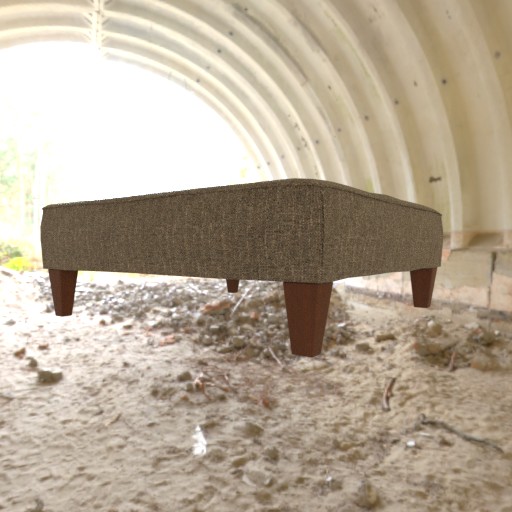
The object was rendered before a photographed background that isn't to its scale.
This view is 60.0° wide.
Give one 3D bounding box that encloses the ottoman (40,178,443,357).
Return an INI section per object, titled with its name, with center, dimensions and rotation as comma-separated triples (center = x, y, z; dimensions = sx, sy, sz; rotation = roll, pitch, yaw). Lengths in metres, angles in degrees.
[ottoman]
center = 0.000, 0.000, 1.511
dimensions = 1.016, 0.379, 0.981
rotation = 1, 1, 35
